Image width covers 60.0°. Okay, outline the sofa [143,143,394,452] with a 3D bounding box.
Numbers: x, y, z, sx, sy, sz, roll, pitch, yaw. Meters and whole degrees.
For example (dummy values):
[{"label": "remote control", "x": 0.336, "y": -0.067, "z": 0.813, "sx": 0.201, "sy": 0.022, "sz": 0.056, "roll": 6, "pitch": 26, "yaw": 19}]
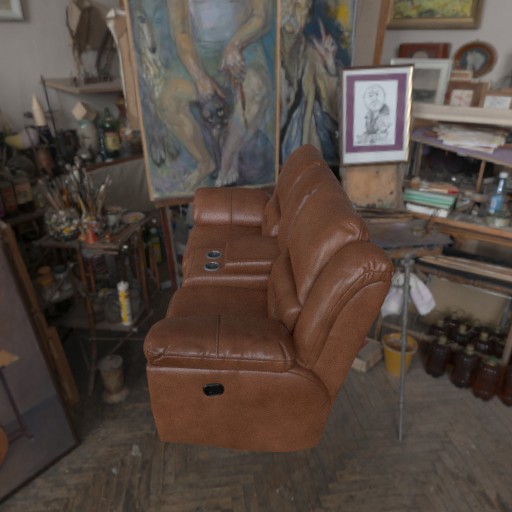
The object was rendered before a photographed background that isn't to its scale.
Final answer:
[{"label": "sofa", "x": 0.000, "y": 0.000, "z": 2.631, "sx": 0.991, "sy": 1.043, "sz": 2.058, "roll": 0, "pitch": 26, "yaw": -1}]
